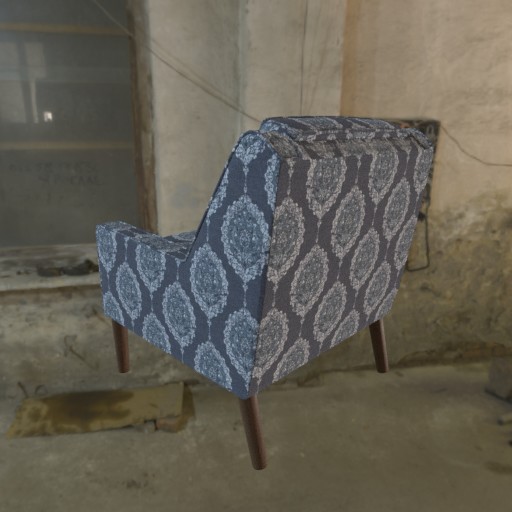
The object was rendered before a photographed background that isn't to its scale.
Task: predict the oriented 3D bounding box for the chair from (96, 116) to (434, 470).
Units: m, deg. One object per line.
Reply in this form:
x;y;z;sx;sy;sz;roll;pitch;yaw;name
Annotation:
0.000;0.000;1.325;0.743;0.792;0.663;15;22;42;chair
